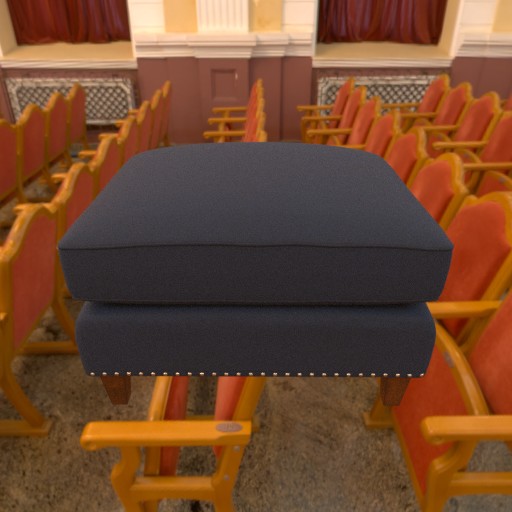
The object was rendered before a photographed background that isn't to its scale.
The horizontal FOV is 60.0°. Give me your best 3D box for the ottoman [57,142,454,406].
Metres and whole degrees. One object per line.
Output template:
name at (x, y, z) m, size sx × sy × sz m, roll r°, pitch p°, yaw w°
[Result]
ottoman at (0.000, 0.000, 1.132) m, size 0.741 × 0.513 × 0.584 m, roll 0°, pitch 29°, yaw 0°
